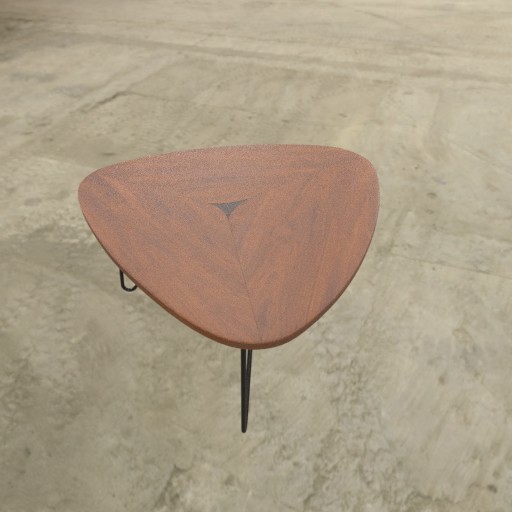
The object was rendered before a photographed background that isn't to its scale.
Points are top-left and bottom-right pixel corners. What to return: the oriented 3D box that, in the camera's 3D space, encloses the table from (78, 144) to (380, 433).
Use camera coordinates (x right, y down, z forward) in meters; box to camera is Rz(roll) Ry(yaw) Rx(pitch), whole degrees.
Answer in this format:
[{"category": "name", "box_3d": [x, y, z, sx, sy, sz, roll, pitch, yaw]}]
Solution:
[{"category": "table", "box_3d": [0.000, 0.000, 1.322, 0.821, 0.413, 0.833, -27, 46, -29]}]
